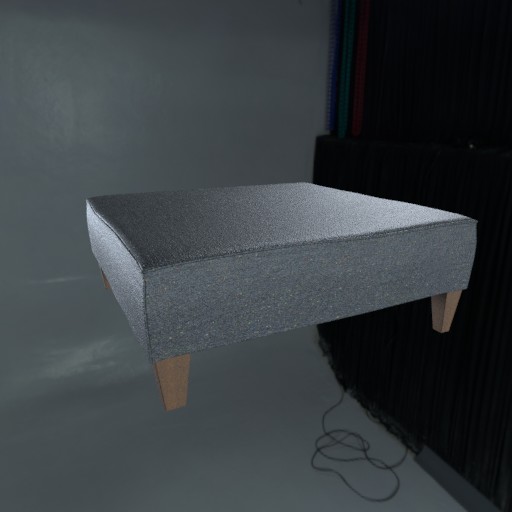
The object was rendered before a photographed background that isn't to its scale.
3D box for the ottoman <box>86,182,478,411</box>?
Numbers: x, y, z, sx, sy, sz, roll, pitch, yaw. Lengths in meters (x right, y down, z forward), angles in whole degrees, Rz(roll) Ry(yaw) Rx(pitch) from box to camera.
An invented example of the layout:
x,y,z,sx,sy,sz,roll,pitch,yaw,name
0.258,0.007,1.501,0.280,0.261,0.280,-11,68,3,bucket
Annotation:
x,y,z,sx,sy,sz,roll,pitch,yaw,name
0.000,0.000,1.553,1.004,0.382,0.968,-8,19,-25,ottoman
